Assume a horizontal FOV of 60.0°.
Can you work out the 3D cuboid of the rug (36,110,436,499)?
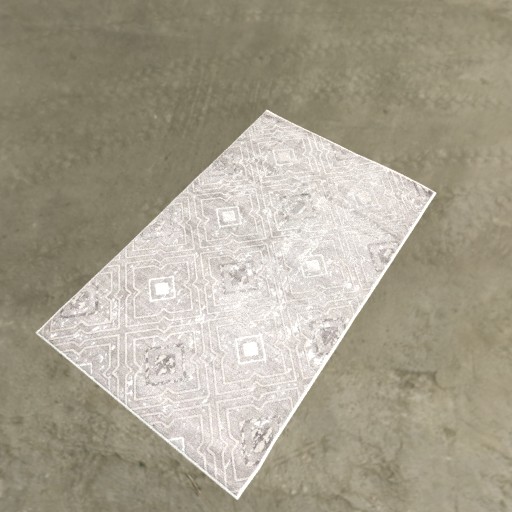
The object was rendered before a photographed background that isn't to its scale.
[{"bbox_3d":[0.000,0.000,2.972,1.537,0.036,2.447,31,63,18],"label":"rug"}]
